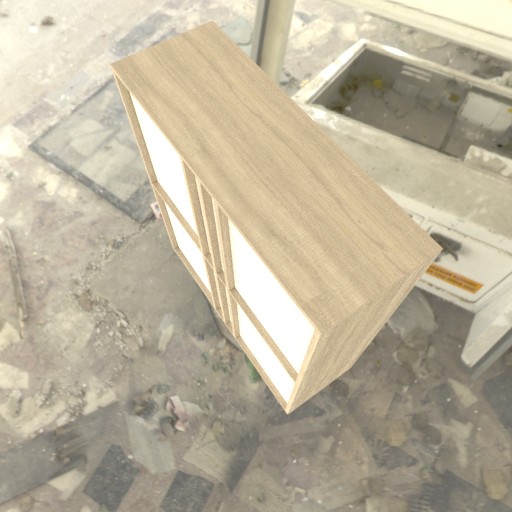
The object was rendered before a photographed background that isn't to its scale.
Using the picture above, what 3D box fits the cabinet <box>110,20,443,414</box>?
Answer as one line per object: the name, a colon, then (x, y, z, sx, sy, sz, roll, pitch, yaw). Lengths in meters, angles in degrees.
cabinet: (0.000, 0.000, 1.904, 0.398, 1.388, 1.111, -31, 67, -15)
